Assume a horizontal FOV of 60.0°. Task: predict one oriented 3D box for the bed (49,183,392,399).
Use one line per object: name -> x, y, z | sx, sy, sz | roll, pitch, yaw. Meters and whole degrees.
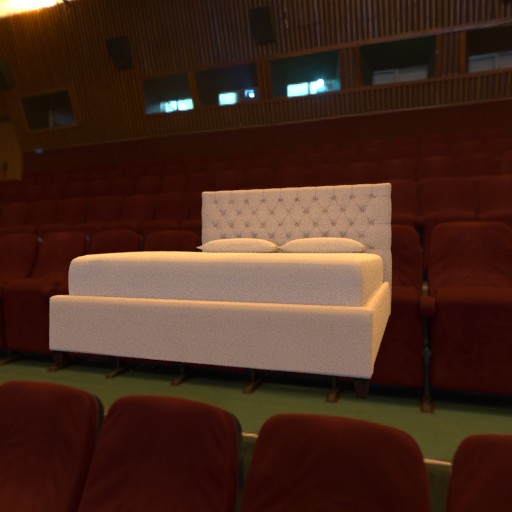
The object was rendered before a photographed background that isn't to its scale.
bed -> 0.000, 0.000, 3.668 | 2.078, 1.427, 2.387 | 0, 1, 19
